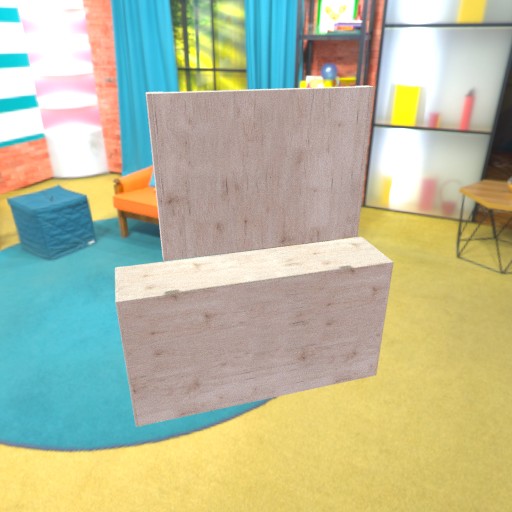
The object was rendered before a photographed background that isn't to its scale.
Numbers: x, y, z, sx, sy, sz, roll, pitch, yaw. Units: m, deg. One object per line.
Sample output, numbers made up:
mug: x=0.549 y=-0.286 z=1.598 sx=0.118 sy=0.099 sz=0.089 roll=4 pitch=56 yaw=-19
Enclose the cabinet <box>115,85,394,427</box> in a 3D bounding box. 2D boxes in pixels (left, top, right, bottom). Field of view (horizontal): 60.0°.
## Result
cabinet: x=0.000 y=0.000 z=2.755 sx=1.700 sy=1.981 sz=0.420 roll=-7 pitch=27 yaw=-15
